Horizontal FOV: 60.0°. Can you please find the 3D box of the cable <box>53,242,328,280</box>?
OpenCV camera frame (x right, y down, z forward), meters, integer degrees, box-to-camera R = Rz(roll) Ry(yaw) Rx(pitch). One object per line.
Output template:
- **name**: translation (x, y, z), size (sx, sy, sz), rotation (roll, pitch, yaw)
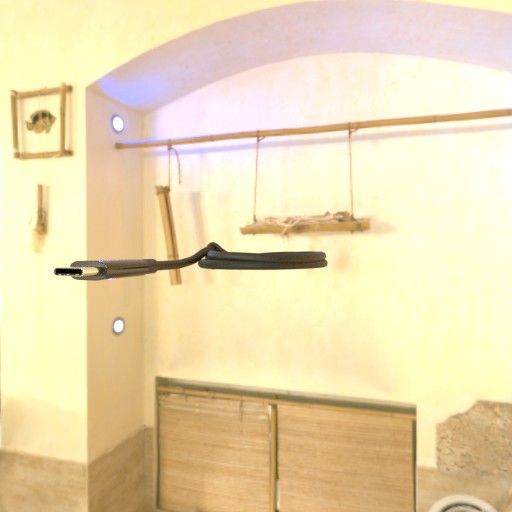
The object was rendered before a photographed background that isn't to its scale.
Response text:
- **cable**: translation (0.000, 0.000, 0.222), size (0.070, 0.014, 0.203), rotation (0, 1, 17)
